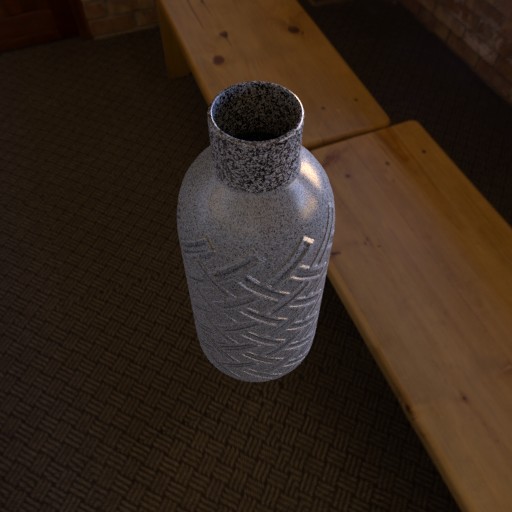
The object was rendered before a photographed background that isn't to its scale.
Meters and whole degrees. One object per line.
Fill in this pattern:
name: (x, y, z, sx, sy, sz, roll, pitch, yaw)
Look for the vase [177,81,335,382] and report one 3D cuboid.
vase: (0.000, 0.000, 0.351, 0.122, 0.282, 0.122, 0, 57, 0)
